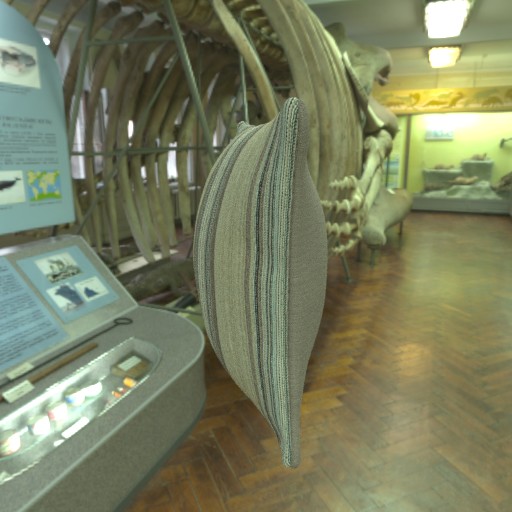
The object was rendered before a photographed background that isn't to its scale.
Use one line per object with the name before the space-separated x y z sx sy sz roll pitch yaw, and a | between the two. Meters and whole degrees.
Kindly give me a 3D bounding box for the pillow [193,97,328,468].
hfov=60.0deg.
pillow | 0.000 0.000 0.673 0.189 0.416 0.435 -2 14 -8
